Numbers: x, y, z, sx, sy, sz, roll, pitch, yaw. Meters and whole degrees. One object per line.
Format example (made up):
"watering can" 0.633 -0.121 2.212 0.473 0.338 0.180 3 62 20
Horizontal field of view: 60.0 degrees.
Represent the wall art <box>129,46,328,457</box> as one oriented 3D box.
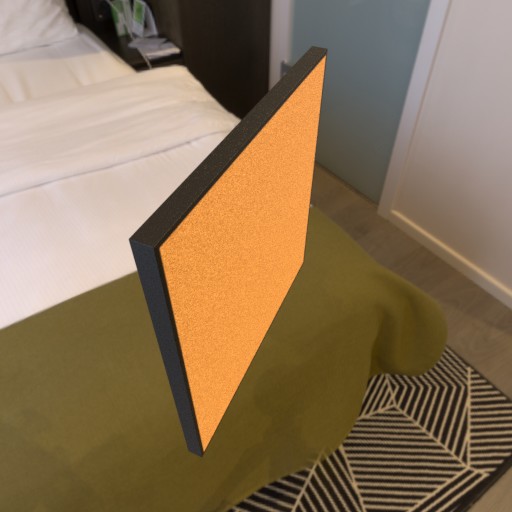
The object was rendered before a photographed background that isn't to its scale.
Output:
"wall art" 0.000 0.000 1.129 0.042 0.766 0.769 18 48 17
